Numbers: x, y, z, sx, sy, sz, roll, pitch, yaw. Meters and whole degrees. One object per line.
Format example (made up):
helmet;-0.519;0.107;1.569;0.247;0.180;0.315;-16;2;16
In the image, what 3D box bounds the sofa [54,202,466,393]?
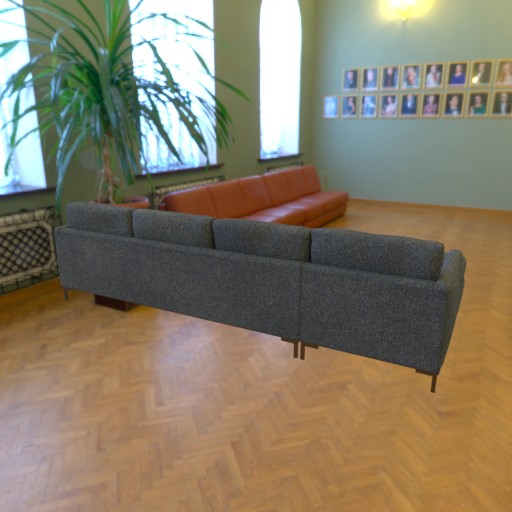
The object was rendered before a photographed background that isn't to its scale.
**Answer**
sofa;0.000;0.000;3.439;2.932;0.810;1.350;8;18;26
